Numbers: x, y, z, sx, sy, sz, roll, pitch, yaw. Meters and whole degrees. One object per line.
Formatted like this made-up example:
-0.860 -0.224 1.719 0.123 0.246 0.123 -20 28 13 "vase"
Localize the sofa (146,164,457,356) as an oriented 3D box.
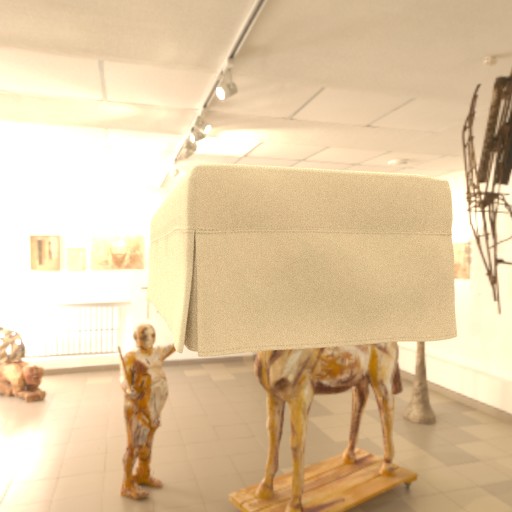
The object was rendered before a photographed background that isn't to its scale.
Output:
0.000 0.000 2.113 0.939 0.552 1.677 0 0 -17 "sofa"
